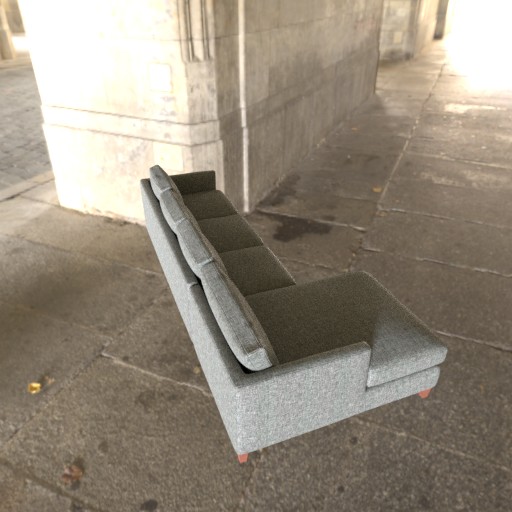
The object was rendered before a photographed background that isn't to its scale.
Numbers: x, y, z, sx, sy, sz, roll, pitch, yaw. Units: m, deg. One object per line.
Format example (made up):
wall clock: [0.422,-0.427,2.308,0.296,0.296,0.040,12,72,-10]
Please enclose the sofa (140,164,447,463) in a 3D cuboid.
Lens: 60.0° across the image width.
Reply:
sofa: [0.000,0.000,4.246,1.635,0.960,3.485,-12,33,-18]
